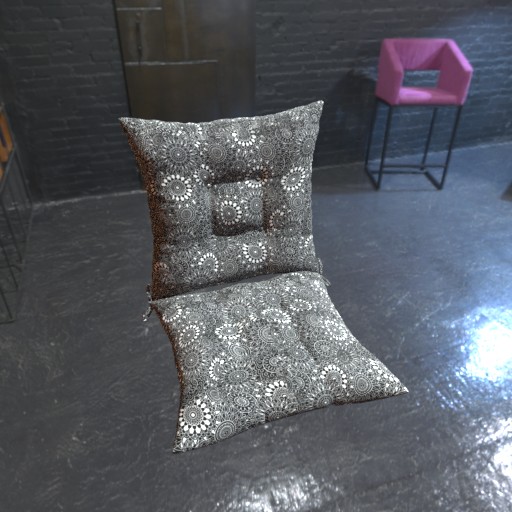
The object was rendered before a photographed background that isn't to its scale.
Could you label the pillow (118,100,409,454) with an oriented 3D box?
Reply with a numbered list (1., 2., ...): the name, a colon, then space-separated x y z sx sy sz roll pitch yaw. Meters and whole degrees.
1. pillow: 0.000 0.000 1.002 0.541 0.536 0.585 -9 34 -14
